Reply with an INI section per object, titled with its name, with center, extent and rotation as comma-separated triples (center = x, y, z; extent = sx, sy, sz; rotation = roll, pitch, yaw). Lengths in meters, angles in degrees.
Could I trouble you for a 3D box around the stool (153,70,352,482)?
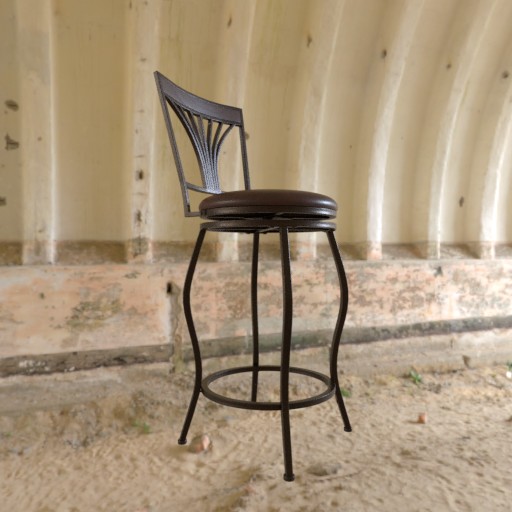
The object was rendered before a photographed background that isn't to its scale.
[stool]
center = 0.000, 0.000, 1.391
extent = 0.514, 1.117, 0.433
rotation = 0, 0, 35
